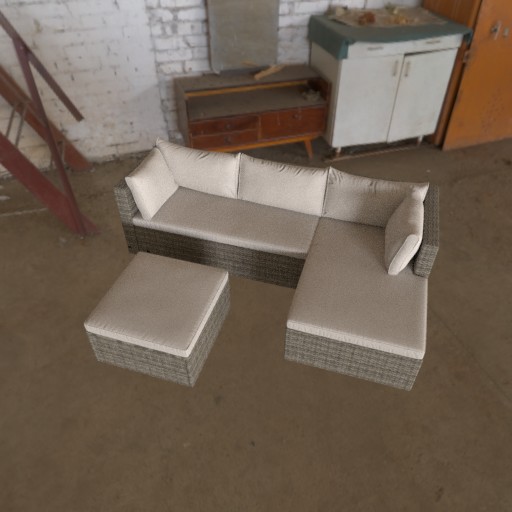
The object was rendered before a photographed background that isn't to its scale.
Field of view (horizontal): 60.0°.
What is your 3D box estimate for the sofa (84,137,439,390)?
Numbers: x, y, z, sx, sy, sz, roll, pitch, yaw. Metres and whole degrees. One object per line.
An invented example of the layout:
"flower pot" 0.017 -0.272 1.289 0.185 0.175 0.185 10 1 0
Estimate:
"sofa" 0.000 0.000 2.935 2.192 0.766 1.662 12 43 13
